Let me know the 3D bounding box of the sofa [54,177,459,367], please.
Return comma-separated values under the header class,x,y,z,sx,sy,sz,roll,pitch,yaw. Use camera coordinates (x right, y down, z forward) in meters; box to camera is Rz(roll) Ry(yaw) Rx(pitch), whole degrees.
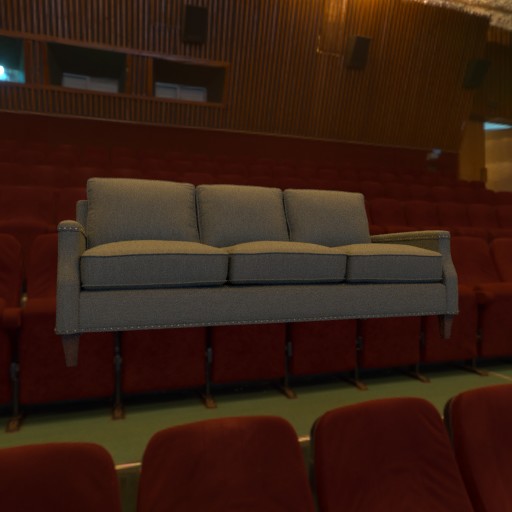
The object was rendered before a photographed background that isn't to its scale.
class,x,y,z,sx,sy,sz,roll,pitch,yaw
sofa,0.000,0.000,2.798,2.246,1.003,1.084,0,-1,-20
